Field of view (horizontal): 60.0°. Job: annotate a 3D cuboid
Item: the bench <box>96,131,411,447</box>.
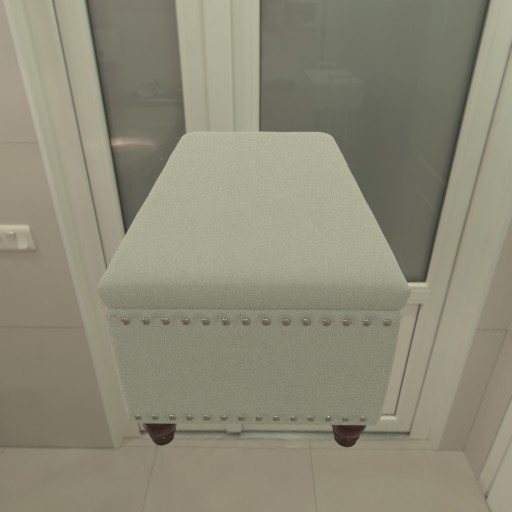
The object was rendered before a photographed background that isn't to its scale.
[{"bbox_3d":[0.000,0.000,1.173,0.500,0.449,0.887,0,30,1],"label":"bench"}]
